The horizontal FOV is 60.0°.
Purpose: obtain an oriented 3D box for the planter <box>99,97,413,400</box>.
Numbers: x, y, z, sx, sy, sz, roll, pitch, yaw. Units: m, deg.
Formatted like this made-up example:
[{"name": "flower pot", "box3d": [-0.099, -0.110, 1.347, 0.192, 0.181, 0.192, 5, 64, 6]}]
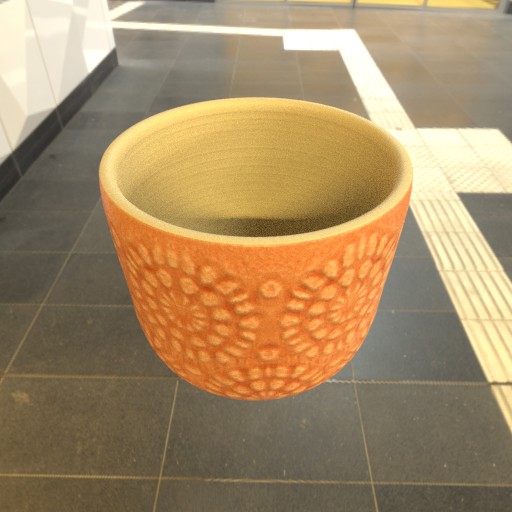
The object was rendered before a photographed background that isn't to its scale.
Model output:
[{"name": "planter", "box3d": [0.000, 0.000, 0.212, 0.124, 0.109, 0.124, 0, 39, 0]}]
